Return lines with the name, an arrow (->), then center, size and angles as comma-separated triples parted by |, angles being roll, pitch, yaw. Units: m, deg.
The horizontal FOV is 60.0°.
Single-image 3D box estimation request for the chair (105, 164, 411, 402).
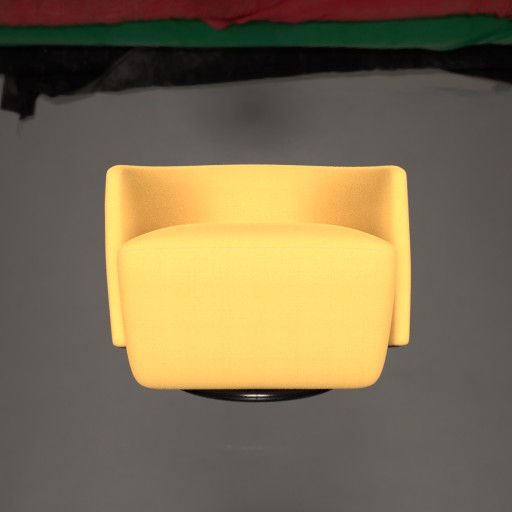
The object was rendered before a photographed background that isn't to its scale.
chair -> 0.000, 0.000, 1.368 | 0.773, 0.698, 0.767 | 0, 0, -1
